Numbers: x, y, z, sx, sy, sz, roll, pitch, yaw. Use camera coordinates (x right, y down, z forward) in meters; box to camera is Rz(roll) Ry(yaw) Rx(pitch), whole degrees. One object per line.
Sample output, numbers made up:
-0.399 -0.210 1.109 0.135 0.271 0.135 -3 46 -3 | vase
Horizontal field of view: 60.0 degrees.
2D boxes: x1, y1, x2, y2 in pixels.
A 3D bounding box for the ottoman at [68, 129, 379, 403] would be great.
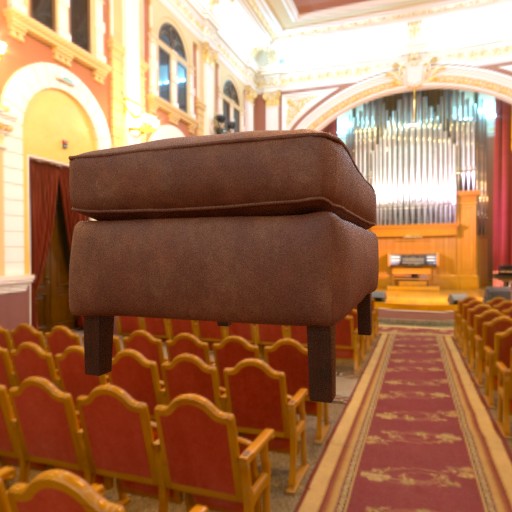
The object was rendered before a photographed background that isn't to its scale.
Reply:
0.000 0.000 0.980 0.501 0.418 0.665 0 1 20 | ottoman
